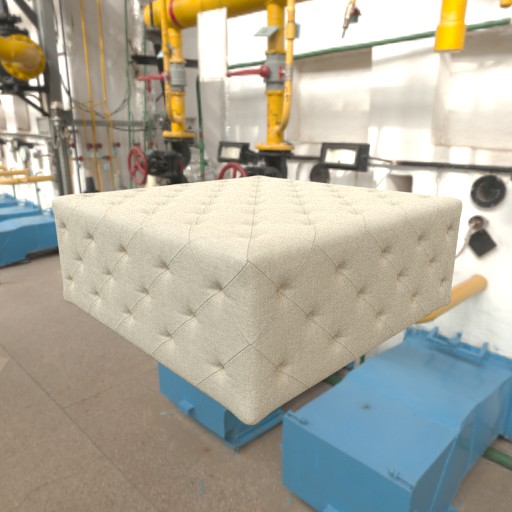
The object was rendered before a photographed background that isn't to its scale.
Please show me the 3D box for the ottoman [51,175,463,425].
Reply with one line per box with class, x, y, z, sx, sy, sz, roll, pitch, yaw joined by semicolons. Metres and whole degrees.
ottoman;0.000;0.000;1.593;1.028;0.439;1.028;-15;22;-42
